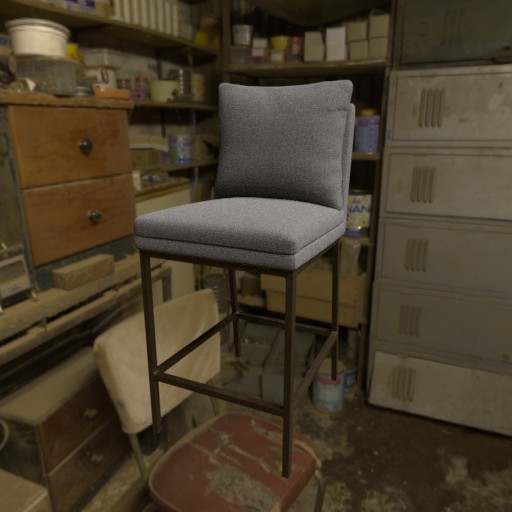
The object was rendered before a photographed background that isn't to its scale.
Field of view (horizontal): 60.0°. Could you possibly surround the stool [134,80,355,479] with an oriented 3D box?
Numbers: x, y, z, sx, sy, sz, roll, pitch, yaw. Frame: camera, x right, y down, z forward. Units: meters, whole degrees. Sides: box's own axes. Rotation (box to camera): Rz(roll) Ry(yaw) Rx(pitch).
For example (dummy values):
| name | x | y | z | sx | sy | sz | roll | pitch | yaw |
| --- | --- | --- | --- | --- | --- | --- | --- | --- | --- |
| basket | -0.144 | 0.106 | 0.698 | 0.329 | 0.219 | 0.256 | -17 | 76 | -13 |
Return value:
| name | x | y | z | sx | sy | sz | roll | pitch | yaw |
| --- | --- | --- | --- | --- | --- | --- | --- | --- | --- |
| stool | 0.000 | 0.000 | 1.351 | 0.463 | 1.031 | 0.569 | 8 | 18 | 24 |
